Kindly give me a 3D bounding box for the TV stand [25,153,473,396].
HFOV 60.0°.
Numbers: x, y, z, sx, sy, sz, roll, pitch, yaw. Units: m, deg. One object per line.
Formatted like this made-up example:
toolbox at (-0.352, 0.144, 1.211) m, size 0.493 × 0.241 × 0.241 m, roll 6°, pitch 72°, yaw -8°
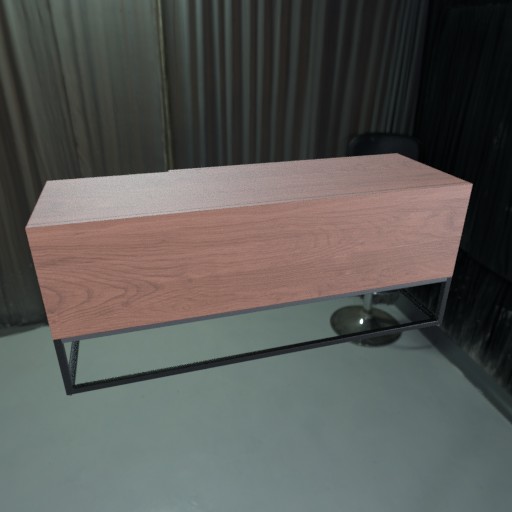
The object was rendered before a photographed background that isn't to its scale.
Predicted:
TV stand at (0.000, 0.000, 1.433) m, size 1.200 × 0.500 × 0.415 m, roll -7°, pitch 27°, yaw -15°
